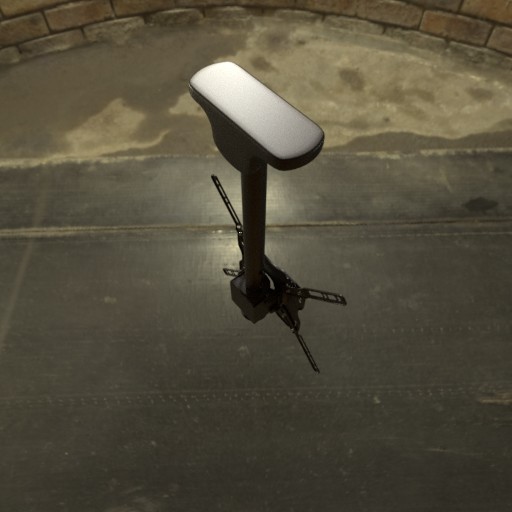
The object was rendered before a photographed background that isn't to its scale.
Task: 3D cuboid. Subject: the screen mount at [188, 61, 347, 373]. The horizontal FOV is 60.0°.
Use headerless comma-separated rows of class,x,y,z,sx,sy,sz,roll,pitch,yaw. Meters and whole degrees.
screen mount,0.000,0.000,0.875,0.090,0.729,0.393,-35,64,-20
